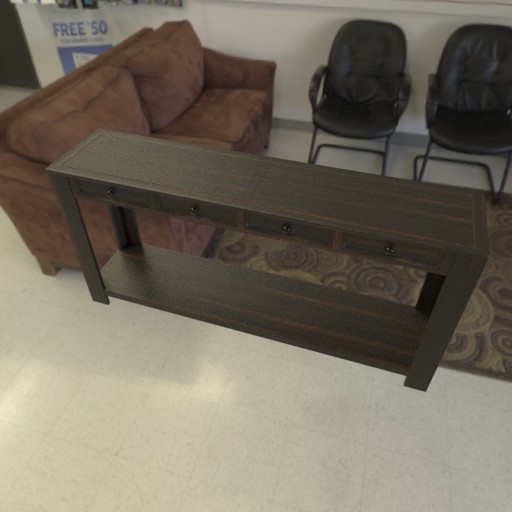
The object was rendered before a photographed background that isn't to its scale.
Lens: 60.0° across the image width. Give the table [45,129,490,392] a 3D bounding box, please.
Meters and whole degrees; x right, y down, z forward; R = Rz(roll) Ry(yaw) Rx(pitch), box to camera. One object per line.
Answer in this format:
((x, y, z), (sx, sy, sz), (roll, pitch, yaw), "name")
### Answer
((0.000, 0.000, 1.929), (1.631, 0.762, 0.384), (13, 43, 14), "table")
